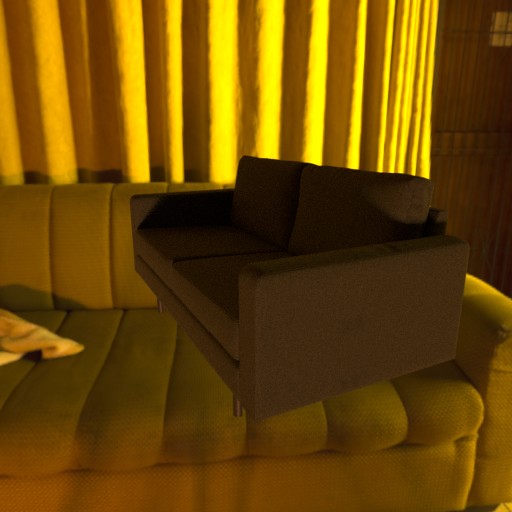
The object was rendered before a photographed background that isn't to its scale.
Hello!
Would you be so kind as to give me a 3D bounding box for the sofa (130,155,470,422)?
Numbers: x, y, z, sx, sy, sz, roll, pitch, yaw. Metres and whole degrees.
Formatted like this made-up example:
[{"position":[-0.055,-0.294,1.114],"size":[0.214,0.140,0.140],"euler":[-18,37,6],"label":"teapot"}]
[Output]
[{"position":[0.000,0.000,2.208],"size":[0.889,0.897,1.730],"euler":[-8,18,-26],"label":"sofa"}]
